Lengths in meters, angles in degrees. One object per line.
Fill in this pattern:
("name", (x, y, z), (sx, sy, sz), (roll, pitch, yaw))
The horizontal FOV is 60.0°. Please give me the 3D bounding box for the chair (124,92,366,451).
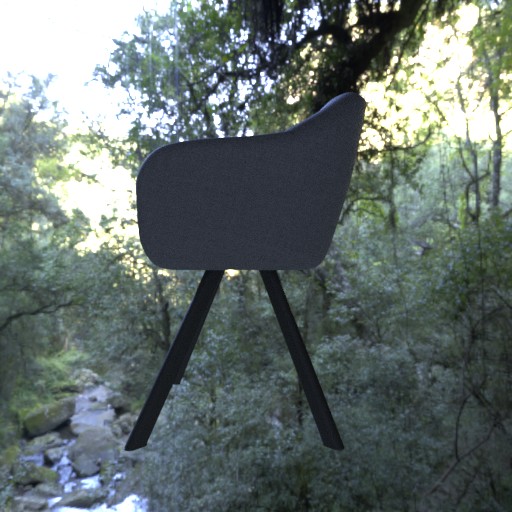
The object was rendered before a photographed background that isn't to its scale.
("chair", (0.000, 0.000, 1.153), (0.550, 0.795, 0.590), (0, 1, 0))
